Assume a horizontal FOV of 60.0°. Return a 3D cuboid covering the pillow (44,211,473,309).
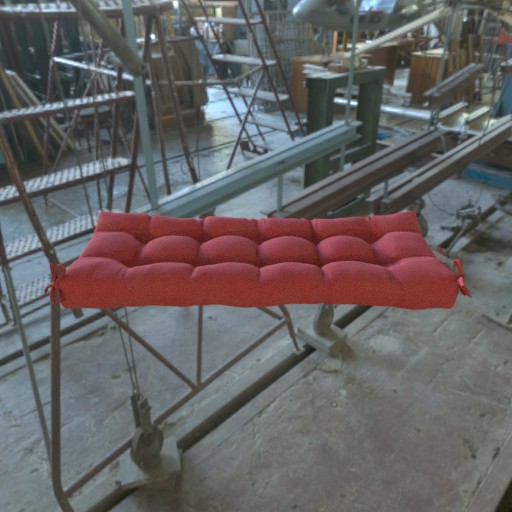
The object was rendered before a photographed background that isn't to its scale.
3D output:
[{"bbox_3d":[0.000,0.000,1.377,1.194,0.174,0.511,0,31,0],"label":"pillow"}]
